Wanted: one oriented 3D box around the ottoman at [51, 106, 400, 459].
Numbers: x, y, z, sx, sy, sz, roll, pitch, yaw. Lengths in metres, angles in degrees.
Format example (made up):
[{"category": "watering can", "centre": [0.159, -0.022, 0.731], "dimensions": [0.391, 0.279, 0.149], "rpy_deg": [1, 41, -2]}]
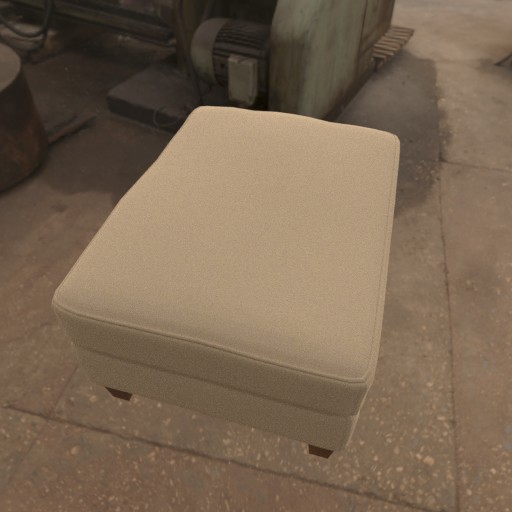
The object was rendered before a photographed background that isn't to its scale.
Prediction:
[{"category": "ottoman", "centre": [0.000, 0.000, 1.174], "dimensions": [0.634, 0.485, 0.818], "rpy_deg": [12, 47, 11]}]
